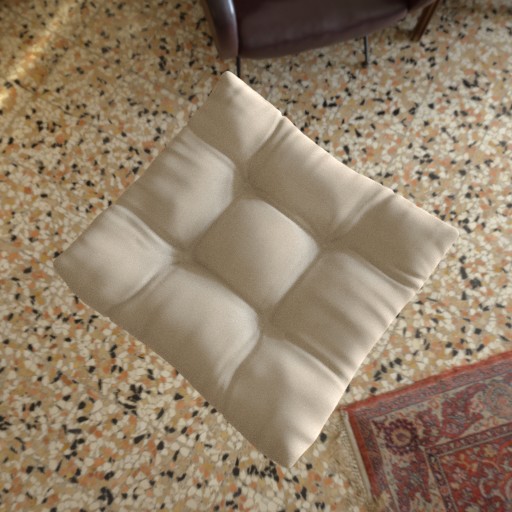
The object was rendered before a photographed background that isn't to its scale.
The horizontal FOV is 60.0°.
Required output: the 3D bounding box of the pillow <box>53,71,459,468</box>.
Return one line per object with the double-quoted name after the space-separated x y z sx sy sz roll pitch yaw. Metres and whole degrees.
0.000 0.000 0.738 0.490 0.128 0.468 37 79 9 "pillow"
